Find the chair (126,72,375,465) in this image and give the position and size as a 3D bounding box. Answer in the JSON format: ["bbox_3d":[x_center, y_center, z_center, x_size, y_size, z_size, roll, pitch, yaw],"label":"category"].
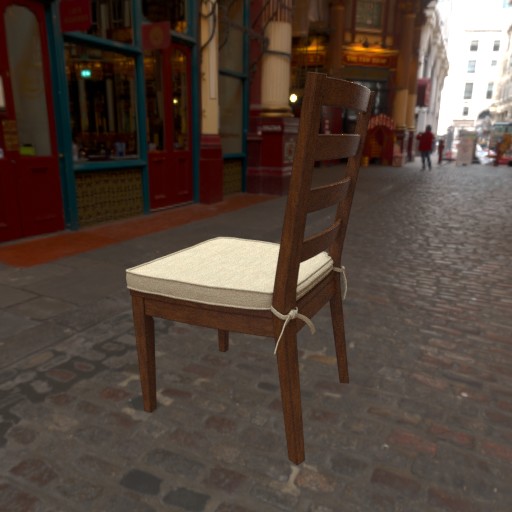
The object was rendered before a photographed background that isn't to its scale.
[{"bbox_3d":[0.000,0.000,1.372,0.595,0.979,0.593,8,17,26],"label":"chair"}]
